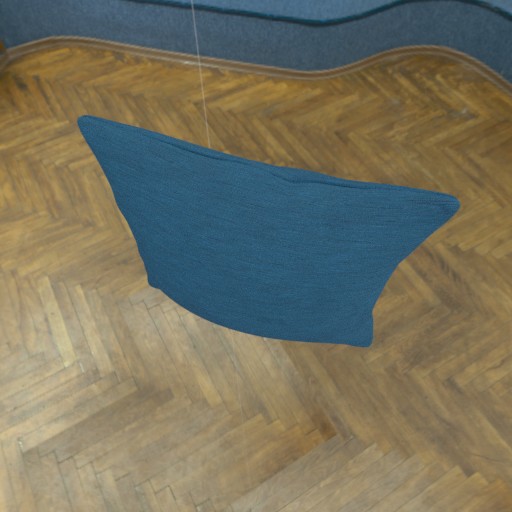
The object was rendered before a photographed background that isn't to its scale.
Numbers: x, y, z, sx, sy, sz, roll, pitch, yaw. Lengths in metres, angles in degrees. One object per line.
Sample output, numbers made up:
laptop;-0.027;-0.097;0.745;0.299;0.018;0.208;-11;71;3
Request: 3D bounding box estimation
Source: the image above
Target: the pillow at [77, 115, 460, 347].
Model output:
pillow;0.000;0.000;0.657;0.437;0.420;0.177;15;59;9
